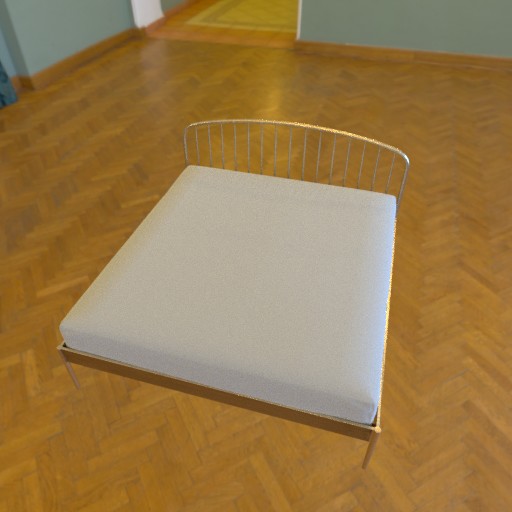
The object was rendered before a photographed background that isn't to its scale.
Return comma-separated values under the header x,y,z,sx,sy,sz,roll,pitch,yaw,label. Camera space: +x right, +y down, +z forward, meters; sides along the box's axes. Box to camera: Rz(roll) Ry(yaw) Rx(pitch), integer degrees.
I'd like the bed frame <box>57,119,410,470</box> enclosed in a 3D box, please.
x,y,z,sx,sy,sz,roll,pitch,yaw,label
0.000,0.000,3.291,2.016,1.174,2.152,11,42,12,bed frame
